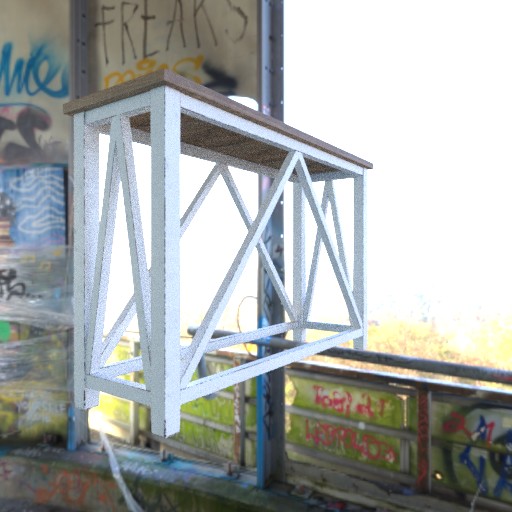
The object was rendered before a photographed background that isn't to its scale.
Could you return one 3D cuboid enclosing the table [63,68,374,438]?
[{"bbox_3d":[0.000,0.000,1.792,0.450,0.930,1.400,0,0,36],"label":"table"}]
